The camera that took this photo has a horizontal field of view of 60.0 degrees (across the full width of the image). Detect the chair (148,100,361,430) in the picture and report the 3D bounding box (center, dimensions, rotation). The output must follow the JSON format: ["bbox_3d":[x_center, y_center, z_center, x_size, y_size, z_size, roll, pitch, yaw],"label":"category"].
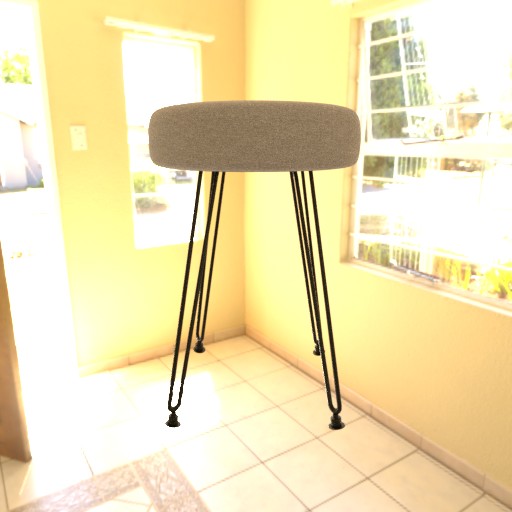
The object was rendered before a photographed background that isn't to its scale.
[{"bbox_3d":[0.000,0.000,0.685,0.350,0.440,0.350,-13,19,-42],"label":"chair"}]
